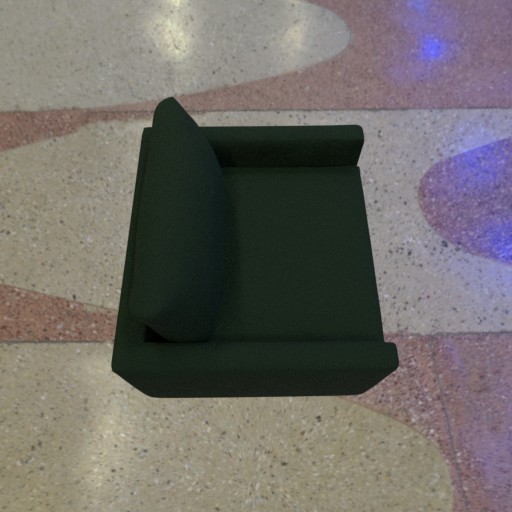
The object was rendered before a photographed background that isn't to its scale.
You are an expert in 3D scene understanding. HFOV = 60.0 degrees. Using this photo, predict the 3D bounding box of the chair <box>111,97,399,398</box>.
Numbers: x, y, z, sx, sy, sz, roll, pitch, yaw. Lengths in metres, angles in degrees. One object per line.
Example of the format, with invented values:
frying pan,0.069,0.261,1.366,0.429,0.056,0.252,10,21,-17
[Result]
chair,0.000,0.000,1.663,0.866,0.861,0.963,-1,63,0
